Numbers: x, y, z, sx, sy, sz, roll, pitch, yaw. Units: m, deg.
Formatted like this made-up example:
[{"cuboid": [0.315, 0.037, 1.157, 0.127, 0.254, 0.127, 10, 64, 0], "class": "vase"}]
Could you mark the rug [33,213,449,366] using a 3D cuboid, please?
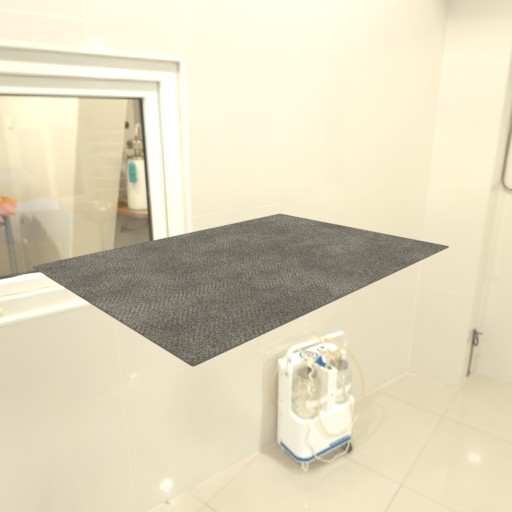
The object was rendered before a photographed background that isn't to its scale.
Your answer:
[{"cuboid": [0.000, 0.000, 2.895, 2.235, 0.008, 1.600, -16, 23, -42], "class": "rug"}]
